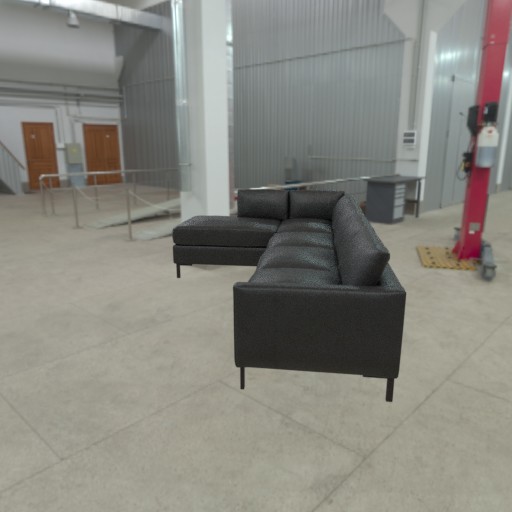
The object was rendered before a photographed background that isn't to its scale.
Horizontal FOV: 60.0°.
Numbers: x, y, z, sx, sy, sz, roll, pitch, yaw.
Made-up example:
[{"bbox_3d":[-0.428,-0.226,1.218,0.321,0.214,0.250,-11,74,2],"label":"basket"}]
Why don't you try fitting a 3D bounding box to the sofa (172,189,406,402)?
[{"bbox_3d":[0.000,0.000,3.825,1.938,0.877,2.984,2,14,8],"label":"sofa"}]
